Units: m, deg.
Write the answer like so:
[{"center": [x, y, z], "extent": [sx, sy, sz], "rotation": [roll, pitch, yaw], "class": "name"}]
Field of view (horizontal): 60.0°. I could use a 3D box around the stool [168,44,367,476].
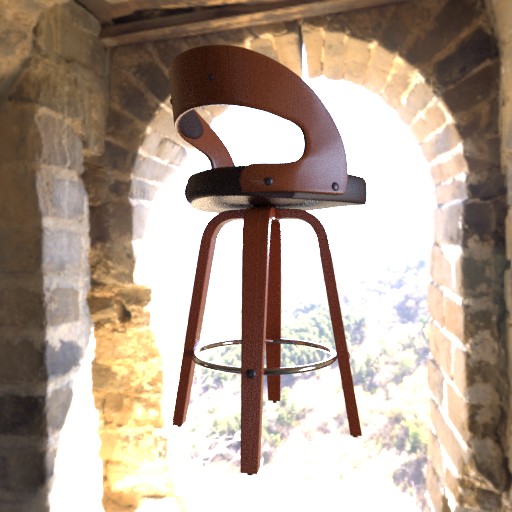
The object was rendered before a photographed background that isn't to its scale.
[{"center": [0.000, 0.000, 1.168], "extent": [0.457, 0.940, 0.457], "rotation": [0, 0, -36], "class": "stool"}]
